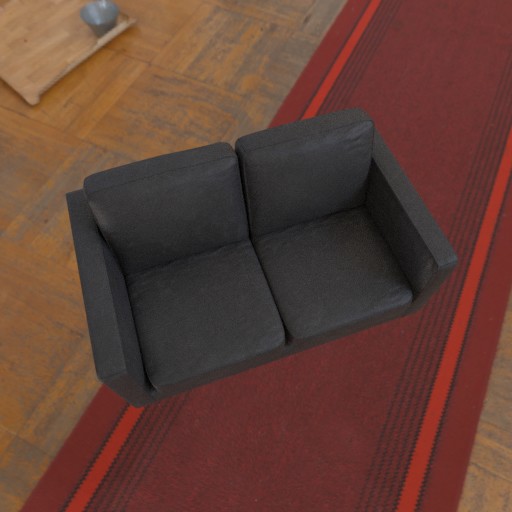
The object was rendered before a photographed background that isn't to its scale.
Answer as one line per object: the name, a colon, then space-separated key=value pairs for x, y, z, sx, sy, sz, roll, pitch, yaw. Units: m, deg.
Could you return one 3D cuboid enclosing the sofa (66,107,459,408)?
sofa: x=0.000 y=0.000 z=2.013 sx=1.430 sy=0.899 sz=0.879 roll=-17 pitch=62 yaw=-9
